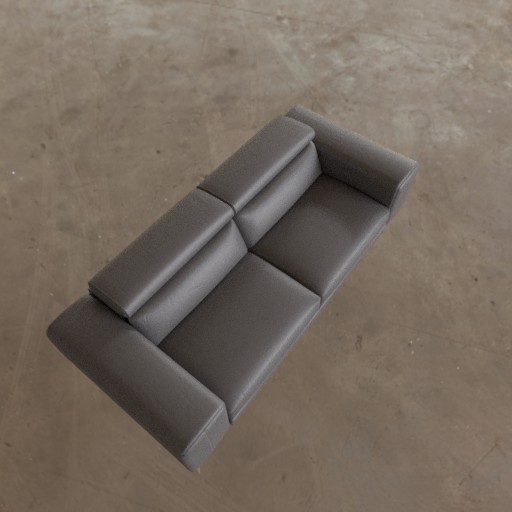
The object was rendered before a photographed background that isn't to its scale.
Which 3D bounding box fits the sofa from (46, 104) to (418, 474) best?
[{"bbox_3d":[0.000,0.000,2.790,1.023,0.759,2.321,33,63,20],"label":"sofa"}]
